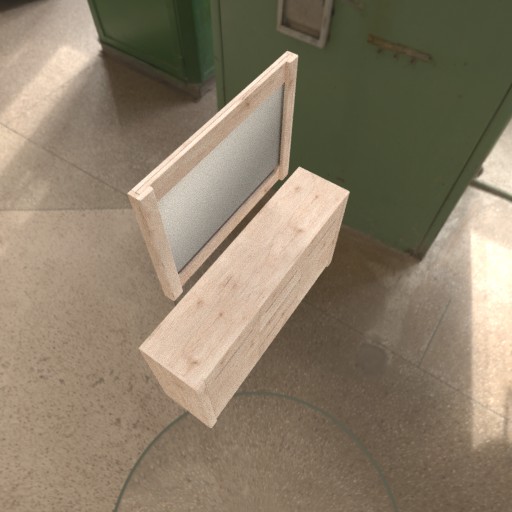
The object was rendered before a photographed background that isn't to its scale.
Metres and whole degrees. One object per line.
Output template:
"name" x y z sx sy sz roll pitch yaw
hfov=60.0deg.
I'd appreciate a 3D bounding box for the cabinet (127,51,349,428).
"cabinet" 0.000 0.000 2.743 0.420 1.981 1.700 30 62 18
